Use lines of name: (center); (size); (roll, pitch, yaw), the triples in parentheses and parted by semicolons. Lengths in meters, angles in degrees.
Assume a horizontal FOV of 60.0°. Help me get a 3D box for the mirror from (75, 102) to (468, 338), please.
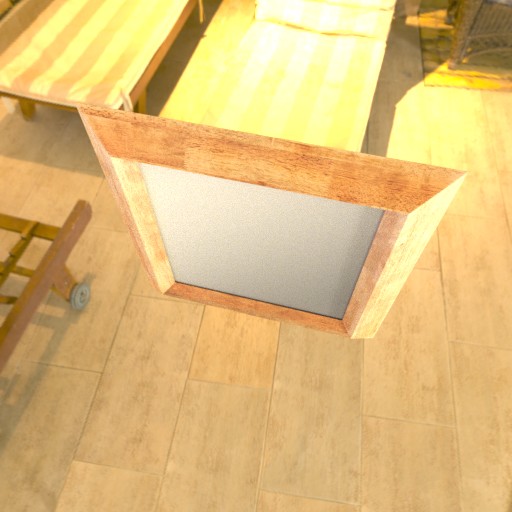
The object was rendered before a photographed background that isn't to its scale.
mirror: (0.000, 0.000, 0.975); (0.651, 0.651, 0.047); (12, 58, 8)
